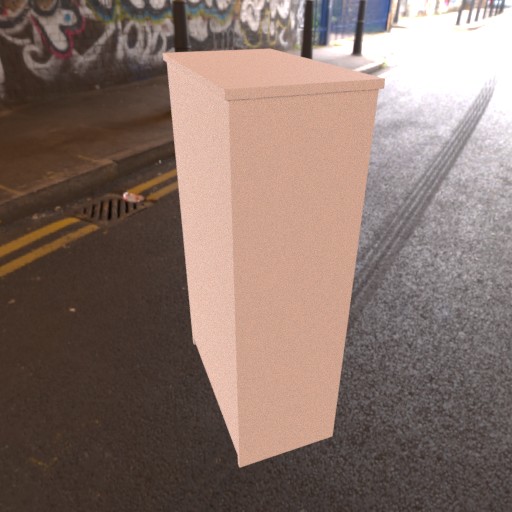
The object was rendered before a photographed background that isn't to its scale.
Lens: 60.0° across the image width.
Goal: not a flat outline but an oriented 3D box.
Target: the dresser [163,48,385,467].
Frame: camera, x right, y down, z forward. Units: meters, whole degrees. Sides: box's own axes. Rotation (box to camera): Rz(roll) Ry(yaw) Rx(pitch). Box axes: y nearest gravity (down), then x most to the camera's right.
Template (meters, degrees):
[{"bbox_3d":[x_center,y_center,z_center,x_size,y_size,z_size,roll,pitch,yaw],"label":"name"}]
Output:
[{"bbox_3d":[0.000,0.000,1.562,0.399,1.255,0.704,-11,32,-17],"label":"dresser"}]
